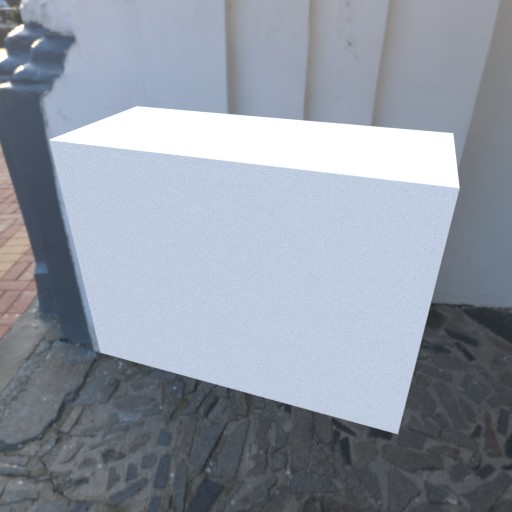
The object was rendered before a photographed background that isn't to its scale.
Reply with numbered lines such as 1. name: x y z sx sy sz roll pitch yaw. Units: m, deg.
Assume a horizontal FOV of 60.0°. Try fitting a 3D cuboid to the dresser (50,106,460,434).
1. dresser: 0.000 0.000 1.516 1.100 0.820 0.460 10 32 17
